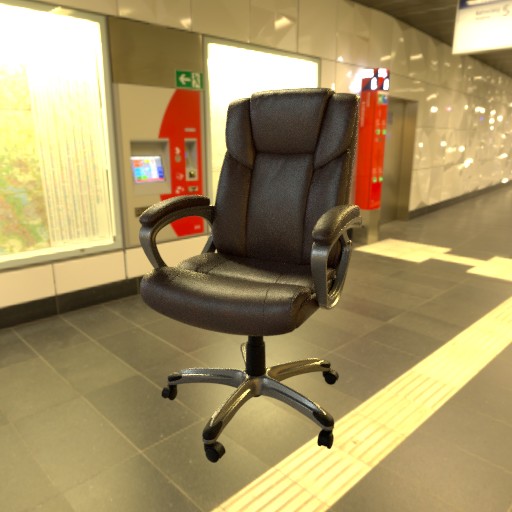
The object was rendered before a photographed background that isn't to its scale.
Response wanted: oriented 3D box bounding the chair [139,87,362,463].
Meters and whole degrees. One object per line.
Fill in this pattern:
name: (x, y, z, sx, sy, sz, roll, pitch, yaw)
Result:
chair: (0.000, 0.000, 1.506, 0.656, 1.128, 0.692, 7, 16, 26)
